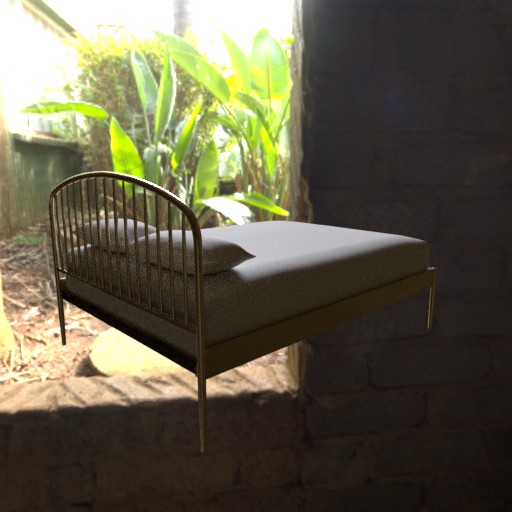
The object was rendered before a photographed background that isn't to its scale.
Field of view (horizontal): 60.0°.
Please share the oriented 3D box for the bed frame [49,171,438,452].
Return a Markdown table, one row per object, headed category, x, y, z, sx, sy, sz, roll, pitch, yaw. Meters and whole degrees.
| category | x | y | z | sx | sy | sz | roll | pitch | yaw |
| --- | --- | --- | --- | --- | --- | --- | --- | --- | --- |
| bed frame | 0.000 | 0.000 | 3.065 | 2.152 | 1.175 | 1.612 | -11 | 16 | -42 |
